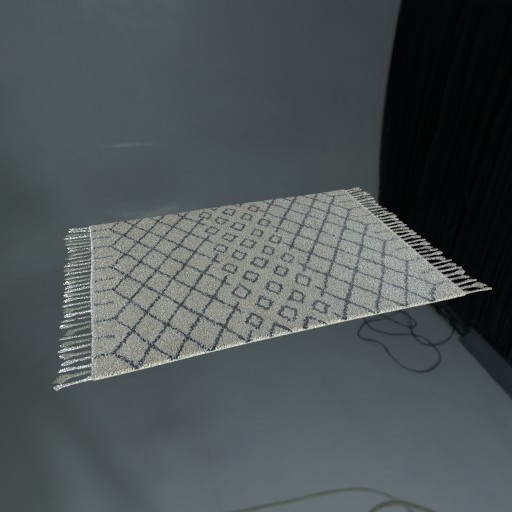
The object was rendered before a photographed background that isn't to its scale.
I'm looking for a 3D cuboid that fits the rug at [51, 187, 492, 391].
[{"bbox_3d":[0.000,0.000,3.123,2.615,0.029,1.664,-10,34,-15],"label":"rug"}]
